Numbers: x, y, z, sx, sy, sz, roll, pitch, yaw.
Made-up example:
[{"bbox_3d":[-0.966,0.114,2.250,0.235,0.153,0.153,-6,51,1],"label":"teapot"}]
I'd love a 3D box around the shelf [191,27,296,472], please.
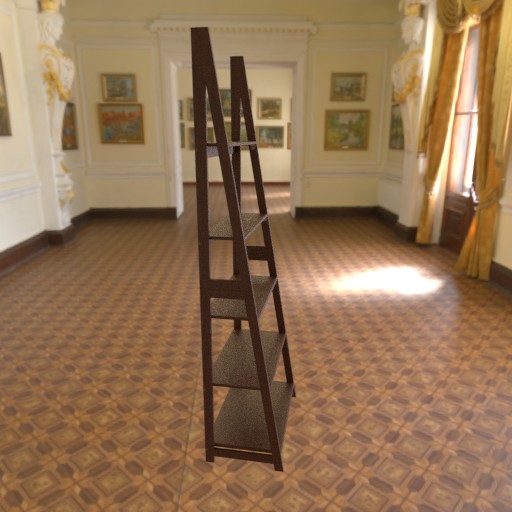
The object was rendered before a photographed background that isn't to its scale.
[{"bbox_3d":[0.000,0.000,2.008,0.350,1.770,0.600,3,15,10],"label":"shelf"}]
